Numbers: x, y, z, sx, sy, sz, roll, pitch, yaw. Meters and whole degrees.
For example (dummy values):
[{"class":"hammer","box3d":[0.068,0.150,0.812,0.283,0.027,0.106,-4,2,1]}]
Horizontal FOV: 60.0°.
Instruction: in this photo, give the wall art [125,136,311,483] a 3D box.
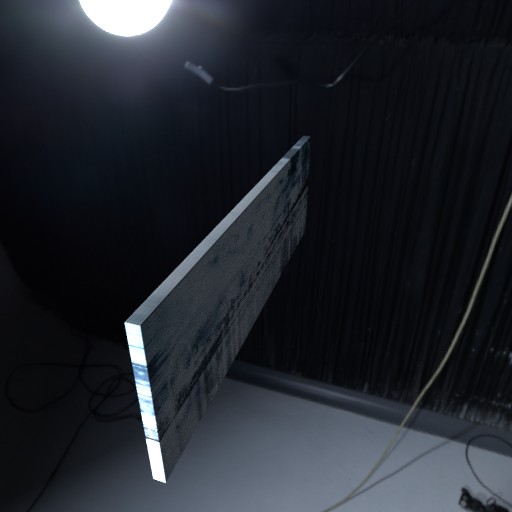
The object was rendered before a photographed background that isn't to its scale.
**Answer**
[{"class":"wall art","box3d":[0.000,0.000,1.638,0.037,0.509,1.524,10,31,16]}]
